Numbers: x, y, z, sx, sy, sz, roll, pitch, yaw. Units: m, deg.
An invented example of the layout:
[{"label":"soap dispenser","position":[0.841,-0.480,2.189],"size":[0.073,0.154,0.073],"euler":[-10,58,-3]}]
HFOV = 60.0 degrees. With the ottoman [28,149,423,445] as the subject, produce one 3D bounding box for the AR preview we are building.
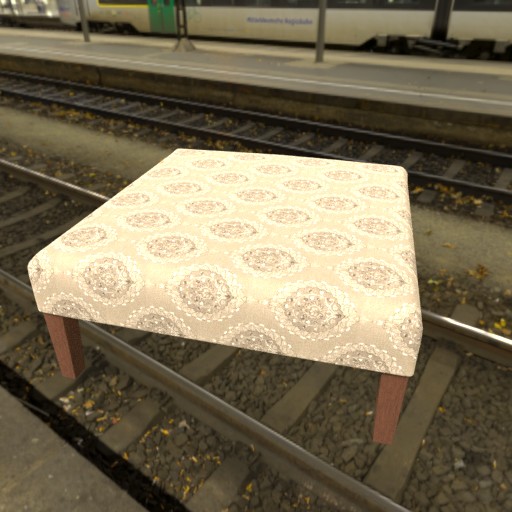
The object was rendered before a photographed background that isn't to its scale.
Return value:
[{"label":"ottoman","position":[0.000,0.000,1.379],"size":[0.890,0.411,0.889],"euler":[7,31,12]}]
